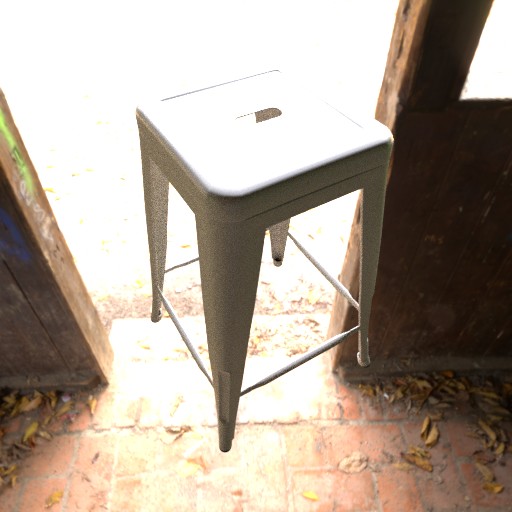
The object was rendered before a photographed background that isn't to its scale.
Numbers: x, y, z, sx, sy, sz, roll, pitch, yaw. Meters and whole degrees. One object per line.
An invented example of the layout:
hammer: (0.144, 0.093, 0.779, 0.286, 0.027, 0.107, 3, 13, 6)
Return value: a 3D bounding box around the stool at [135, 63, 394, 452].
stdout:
stool: (0.000, 0.000, 0.889, 0.406, 0.610, 0.406, -24, 51, -21)
